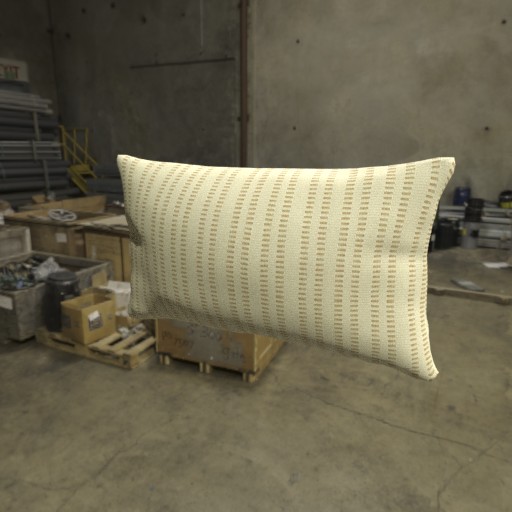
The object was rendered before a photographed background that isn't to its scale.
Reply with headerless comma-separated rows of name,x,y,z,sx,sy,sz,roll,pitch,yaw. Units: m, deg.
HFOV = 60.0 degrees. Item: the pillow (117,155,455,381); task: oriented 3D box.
pillow,0.000,0.000,0.800,0.640,0.353,0.210,7,15,25
